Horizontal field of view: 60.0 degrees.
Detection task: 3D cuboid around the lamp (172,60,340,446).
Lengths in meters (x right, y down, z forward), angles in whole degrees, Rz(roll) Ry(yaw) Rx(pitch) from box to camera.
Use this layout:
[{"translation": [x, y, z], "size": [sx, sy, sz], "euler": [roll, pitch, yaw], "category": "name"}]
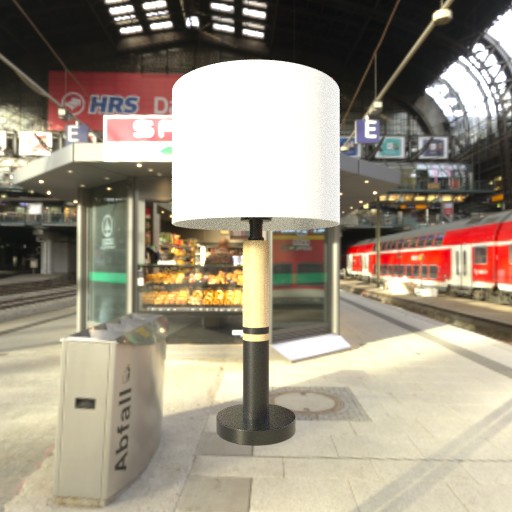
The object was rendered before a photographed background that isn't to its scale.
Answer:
[{"translation": [0.000, 0.000, 0.819], "size": [0.305, 0.640, 0.305], "euler": [0, -1, 0], "category": "lamp"}]
